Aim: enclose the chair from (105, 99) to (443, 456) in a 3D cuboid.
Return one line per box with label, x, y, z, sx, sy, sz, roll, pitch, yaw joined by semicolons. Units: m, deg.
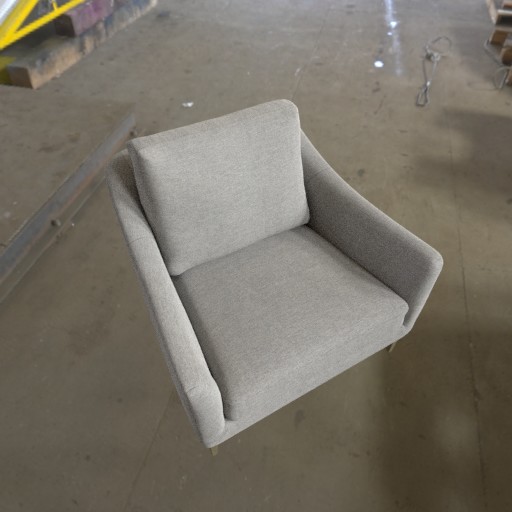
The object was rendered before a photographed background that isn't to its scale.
chair;0.000;0.000;1.726;0.986;0.902;0.961;-23;50;-21
